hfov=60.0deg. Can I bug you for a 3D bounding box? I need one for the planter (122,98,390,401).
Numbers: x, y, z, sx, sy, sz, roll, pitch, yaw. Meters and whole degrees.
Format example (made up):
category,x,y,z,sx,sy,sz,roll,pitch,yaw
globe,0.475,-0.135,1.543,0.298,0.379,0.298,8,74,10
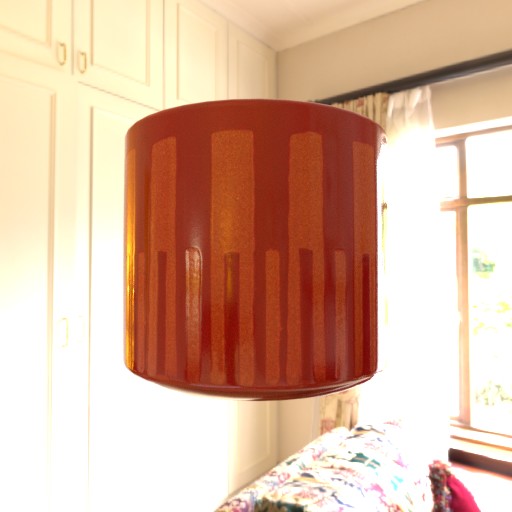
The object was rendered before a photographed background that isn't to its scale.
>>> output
category,x,y,z,sx,sy,sz,roll,pitch,yaw
planter,0.000,0.000,0.400,0.230,0.202,0.230,0,-1,0
